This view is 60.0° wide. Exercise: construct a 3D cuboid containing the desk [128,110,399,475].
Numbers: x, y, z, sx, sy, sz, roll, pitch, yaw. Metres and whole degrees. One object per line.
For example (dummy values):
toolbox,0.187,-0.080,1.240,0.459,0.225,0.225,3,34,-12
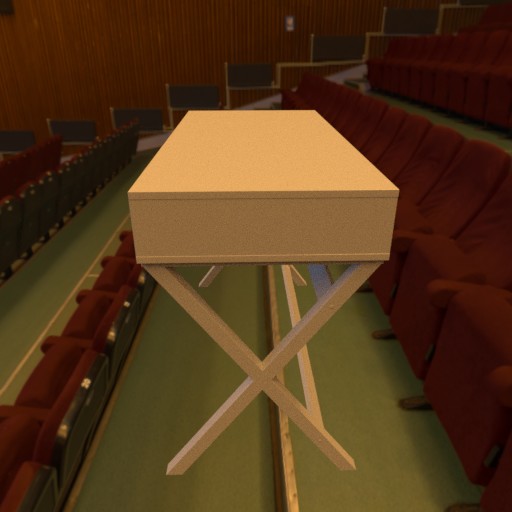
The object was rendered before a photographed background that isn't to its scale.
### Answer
desk,0.000,0.000,1.466,0.509,0.780,1.059,-1,26,-1
